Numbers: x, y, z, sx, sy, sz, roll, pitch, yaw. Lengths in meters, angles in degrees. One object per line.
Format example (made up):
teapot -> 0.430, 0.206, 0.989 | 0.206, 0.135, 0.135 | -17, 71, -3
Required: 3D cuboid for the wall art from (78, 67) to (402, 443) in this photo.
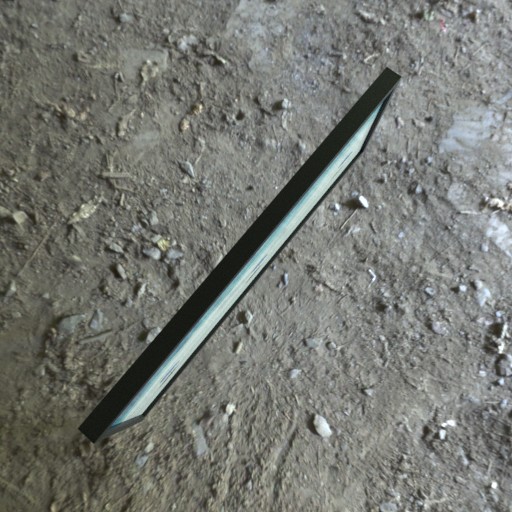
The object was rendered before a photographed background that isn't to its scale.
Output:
wall art -> 0.000, 0.000, 0.933 | 0.037, 0.303, 0.860 | 38, 79, 9
